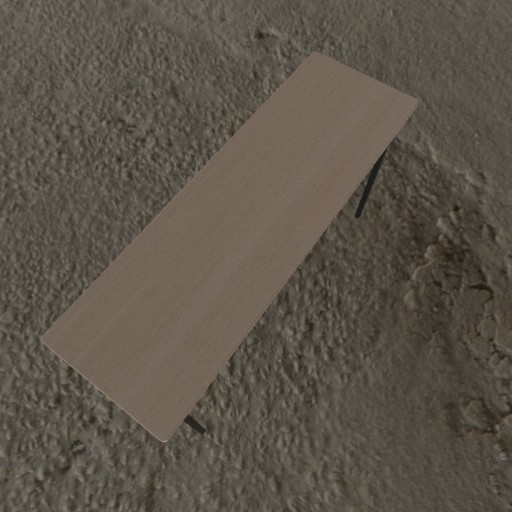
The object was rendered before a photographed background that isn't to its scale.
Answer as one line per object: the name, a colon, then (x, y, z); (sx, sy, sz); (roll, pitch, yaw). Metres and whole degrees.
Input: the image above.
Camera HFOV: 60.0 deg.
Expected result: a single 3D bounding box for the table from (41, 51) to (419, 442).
table: (0.000, 0.000, 1.732); (0.447, 0.750, 1.397); (33, 68, 15)
